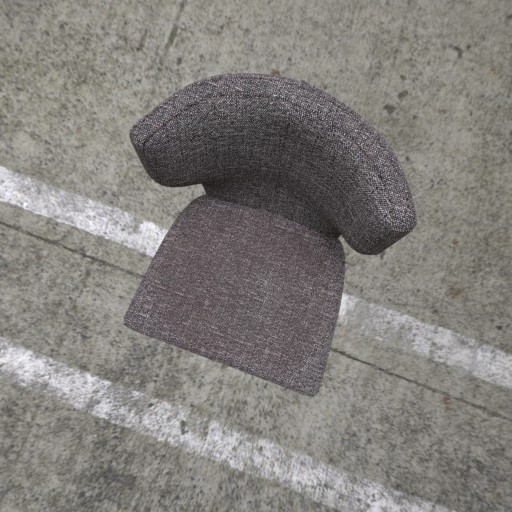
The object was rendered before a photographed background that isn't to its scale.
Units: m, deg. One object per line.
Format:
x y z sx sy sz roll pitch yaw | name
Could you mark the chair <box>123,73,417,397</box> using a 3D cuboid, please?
0.000 0.000 1.245 0.611 0.824 0.617 19 77 5 | chair
